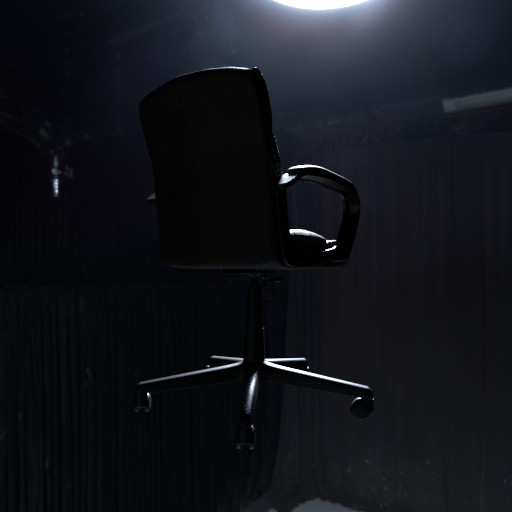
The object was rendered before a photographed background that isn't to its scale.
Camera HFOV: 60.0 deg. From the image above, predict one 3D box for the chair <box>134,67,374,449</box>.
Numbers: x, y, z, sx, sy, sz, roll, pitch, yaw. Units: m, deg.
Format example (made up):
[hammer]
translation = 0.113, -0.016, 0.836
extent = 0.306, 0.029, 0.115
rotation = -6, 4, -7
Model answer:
[chair]
translation = 0.000, 0.000, 1.492
extent = 0.739, 1.004, 0.717
rotation = 0, -1, 36
